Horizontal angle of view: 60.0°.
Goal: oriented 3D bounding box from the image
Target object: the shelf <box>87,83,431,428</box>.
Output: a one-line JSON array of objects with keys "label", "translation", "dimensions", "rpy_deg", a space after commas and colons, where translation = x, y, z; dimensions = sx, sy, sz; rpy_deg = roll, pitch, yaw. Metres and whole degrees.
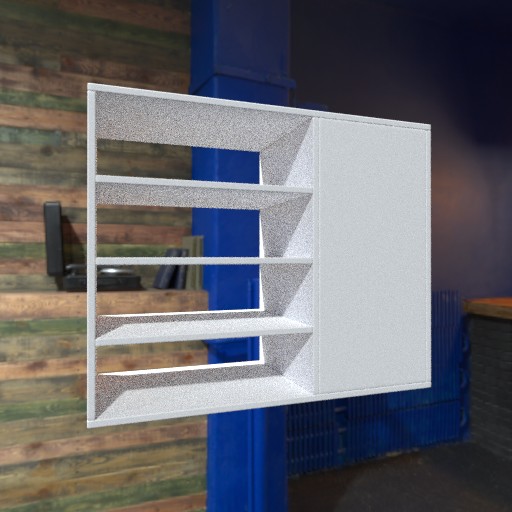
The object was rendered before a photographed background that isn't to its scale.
[{"label": "shelf", "translation": [0.000, 0.000, 1.272], "dimensions": [0.895, 0.732, 0.396], "rpy_deg": [0, 0, -19]}]
